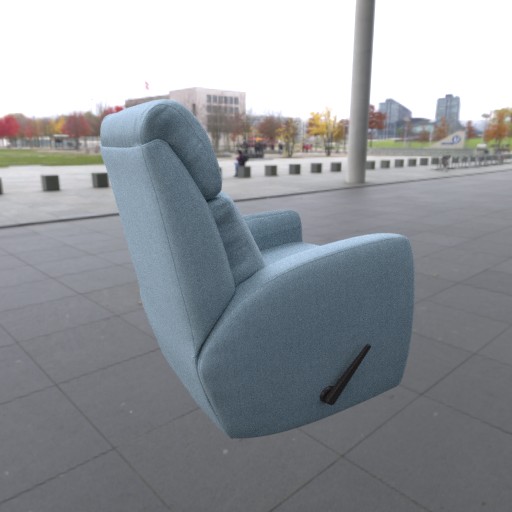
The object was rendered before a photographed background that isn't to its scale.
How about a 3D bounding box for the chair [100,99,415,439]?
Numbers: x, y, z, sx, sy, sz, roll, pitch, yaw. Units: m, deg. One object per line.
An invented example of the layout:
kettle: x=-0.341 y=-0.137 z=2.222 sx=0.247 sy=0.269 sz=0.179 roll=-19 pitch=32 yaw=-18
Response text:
chair: x=0.000 y=0.000 z=1.598 sx=0.940 sy=1.013 sz=0.812 roll=-7 pitch=16 yaw=-27
